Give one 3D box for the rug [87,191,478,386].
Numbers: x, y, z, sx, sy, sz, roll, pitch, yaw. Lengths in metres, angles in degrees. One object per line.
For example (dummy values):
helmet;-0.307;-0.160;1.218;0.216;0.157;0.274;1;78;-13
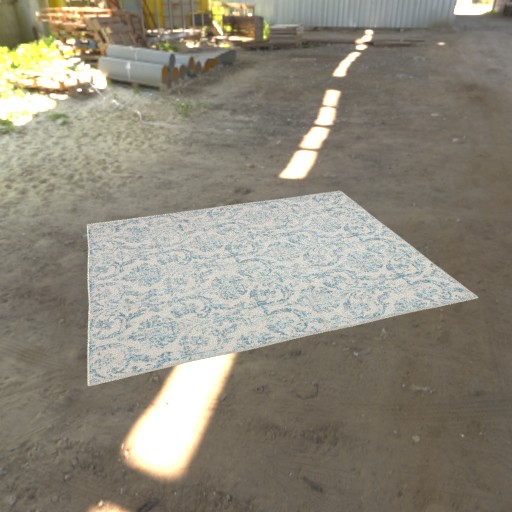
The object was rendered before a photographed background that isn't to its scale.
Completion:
rug;0.000;0.000;4.119;2.980;0.012;2.363;-10;32;-16
